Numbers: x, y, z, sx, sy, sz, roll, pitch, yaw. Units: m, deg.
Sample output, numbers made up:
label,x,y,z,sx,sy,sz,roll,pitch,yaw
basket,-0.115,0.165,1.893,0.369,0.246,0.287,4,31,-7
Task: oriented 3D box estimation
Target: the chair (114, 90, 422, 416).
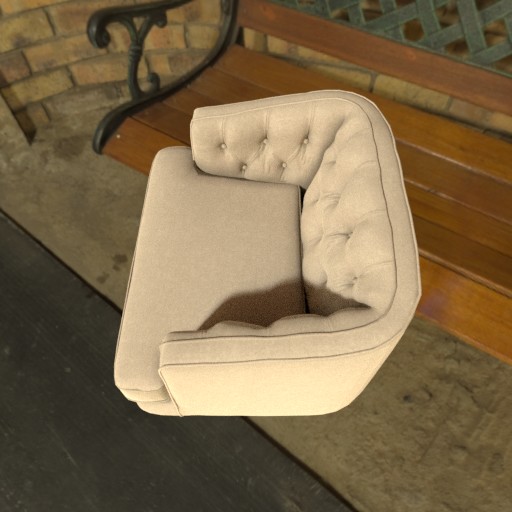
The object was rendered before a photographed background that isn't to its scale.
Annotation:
label,x,y,z,sx,sy,sz,roll,pitch,yaw
chair,0.000,0.000,1.728,0.941,0.852,1.104,1,58,1
